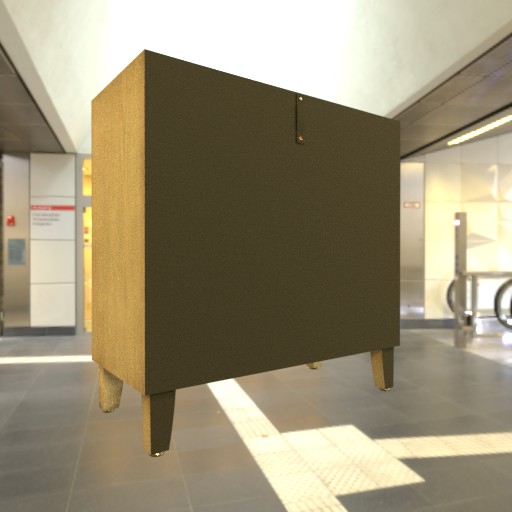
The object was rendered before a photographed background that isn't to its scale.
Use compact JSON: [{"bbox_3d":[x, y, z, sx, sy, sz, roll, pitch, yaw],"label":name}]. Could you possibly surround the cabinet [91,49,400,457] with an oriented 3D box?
[{"bbox_3d":[0.000,0.000,1.215,0.781,0.787,0.370,0,0,-36],"label":"cabinet"}]
